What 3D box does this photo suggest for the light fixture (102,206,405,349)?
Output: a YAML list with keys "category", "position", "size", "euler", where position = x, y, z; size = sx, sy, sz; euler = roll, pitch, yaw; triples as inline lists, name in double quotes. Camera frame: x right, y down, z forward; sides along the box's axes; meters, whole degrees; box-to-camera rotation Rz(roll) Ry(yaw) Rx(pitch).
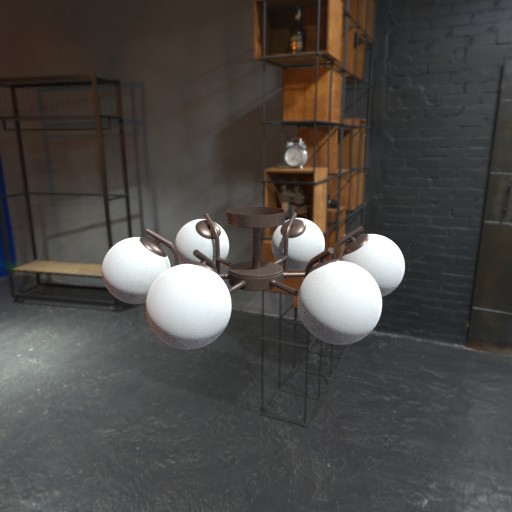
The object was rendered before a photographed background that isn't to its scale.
- category: "light fixture"
  position: [0.000, 0.000, 0.973]
  size: [0.662, 0.201, 0.662]
  euler: [0, 14, 0]
